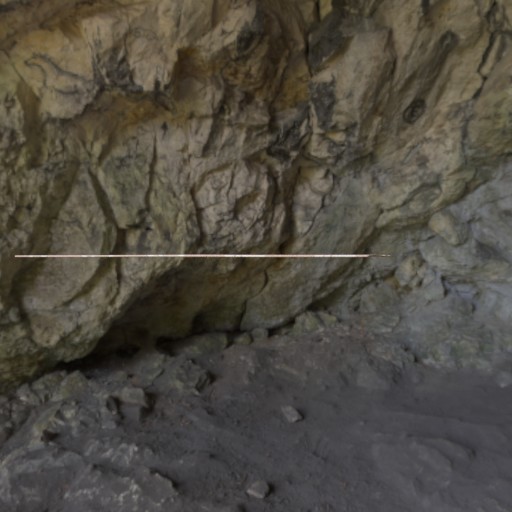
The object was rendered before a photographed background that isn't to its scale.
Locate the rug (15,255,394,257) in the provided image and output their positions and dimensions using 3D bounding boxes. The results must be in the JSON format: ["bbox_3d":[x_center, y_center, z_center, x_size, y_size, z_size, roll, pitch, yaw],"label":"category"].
[{"bbox_3d":[0.000,0.000,4.288,2.452,0.020,3.365,0,0,19],"label":"rug"}]
